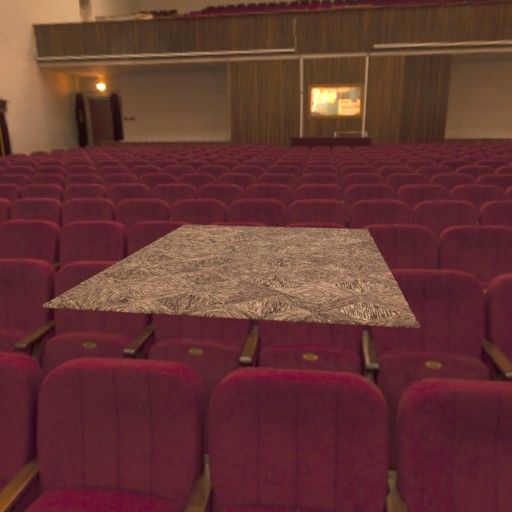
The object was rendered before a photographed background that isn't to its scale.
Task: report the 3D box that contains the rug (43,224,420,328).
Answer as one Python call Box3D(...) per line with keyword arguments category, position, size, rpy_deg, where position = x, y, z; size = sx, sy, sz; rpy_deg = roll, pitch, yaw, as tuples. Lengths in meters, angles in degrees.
Box3D(category="rug", position=(0.000, 0.000, 4.329), size=(2.448, 0.017, 3.204), rpy_deg=(2, 14, 8))
